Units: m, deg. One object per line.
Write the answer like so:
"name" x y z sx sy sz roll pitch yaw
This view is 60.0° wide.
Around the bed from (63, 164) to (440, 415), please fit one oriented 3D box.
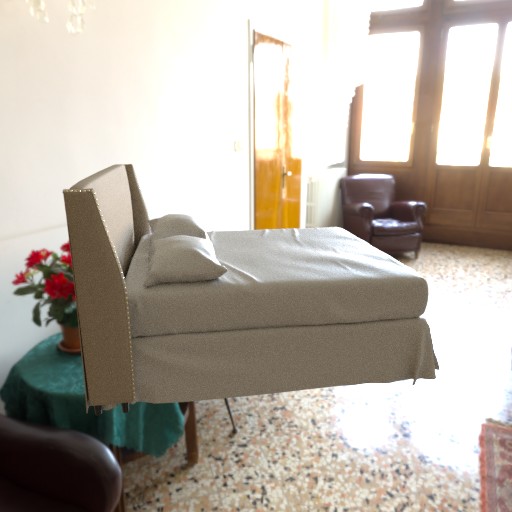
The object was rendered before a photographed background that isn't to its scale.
"bed" 0.000 0.000 3.436 2.276 1.332 1.925 -2 16 -9
